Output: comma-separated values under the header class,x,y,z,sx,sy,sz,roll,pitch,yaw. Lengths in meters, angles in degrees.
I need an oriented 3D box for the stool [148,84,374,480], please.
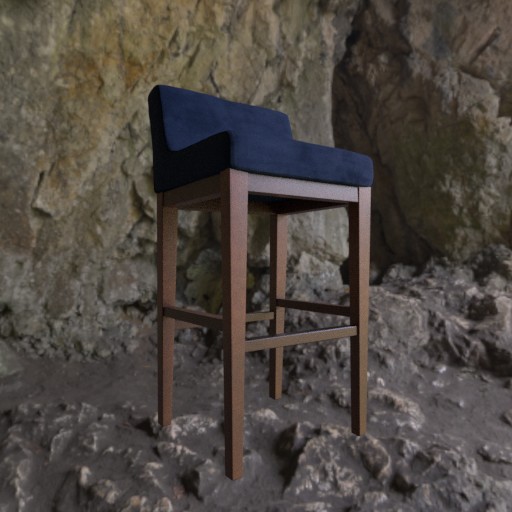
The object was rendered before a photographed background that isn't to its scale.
class,x,y,z,sx,sy,sz,roll,pitch,yaw
stool,0.000,0.000,1.327,0.511,1.037,0.500,0,0,-35
